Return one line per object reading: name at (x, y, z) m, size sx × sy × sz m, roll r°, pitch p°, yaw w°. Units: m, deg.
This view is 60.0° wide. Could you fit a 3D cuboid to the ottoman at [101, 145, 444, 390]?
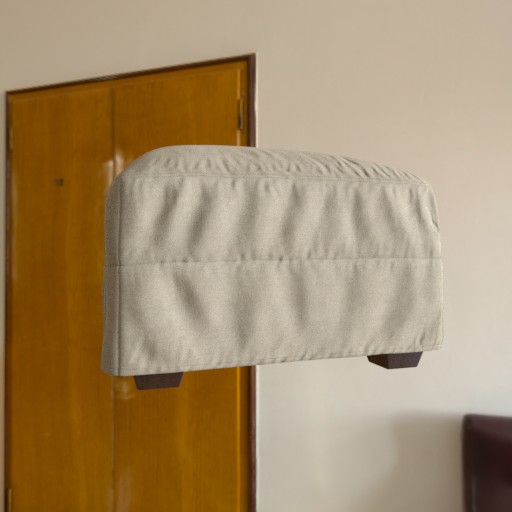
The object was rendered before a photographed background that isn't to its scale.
ottoman at (0.000, 0.000, 1.089) m, size 0.712 × 0.480 × 0.584 m, roll 0°, pitch -1°, yaw -17°
